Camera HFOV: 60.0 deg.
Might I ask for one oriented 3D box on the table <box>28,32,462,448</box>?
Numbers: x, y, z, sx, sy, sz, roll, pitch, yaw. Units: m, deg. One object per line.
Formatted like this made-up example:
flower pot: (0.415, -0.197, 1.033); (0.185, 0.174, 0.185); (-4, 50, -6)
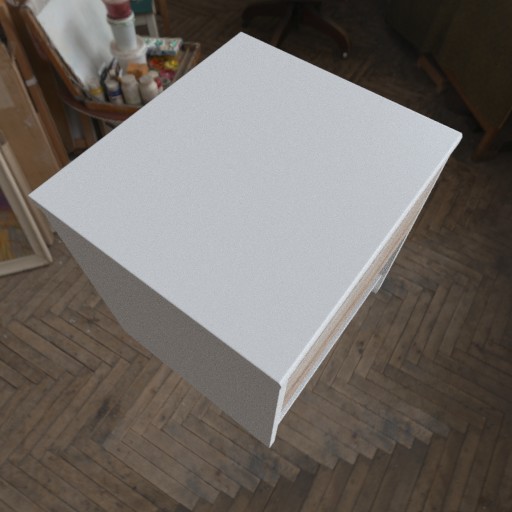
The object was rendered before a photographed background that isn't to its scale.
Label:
table: (0.000, 0.000, 0.764); (0.380, 0.460, 0.420); (33, 64, 18)
